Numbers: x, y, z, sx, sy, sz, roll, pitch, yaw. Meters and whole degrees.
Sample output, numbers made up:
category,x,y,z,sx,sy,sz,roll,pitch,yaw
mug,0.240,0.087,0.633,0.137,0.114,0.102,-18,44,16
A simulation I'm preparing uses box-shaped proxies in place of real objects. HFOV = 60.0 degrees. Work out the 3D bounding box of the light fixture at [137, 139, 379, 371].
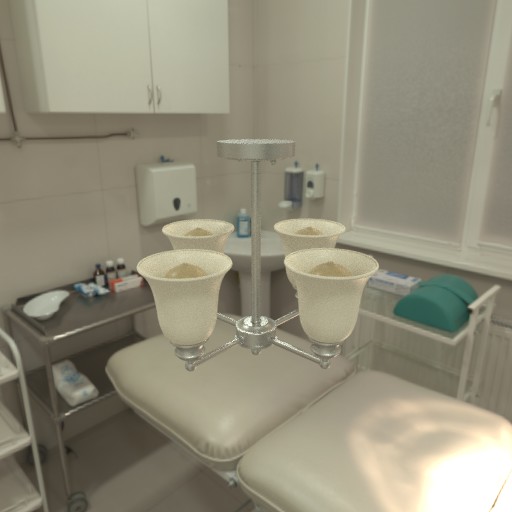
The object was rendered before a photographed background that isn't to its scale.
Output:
category,x,y,z,sx,sy,sz,roll,pitch,yaw
light fixture,0.000,0.000,0.738,0.427,0.370,0.427,16,24,41
